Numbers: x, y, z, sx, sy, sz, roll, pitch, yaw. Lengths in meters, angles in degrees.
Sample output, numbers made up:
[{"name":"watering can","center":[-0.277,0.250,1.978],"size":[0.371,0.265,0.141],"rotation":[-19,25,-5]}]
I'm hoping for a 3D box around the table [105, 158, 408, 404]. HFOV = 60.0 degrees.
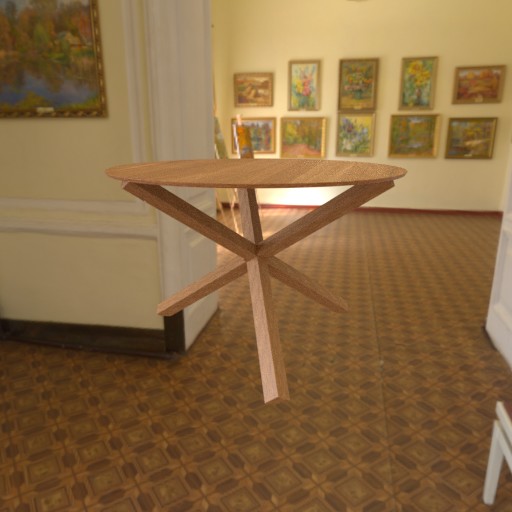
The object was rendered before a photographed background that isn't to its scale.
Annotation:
[{"name":"table","center":[0.000,0.000,1.688],"size":[1.038,0.666,1.038],"rotation":[0,16,0]}]
